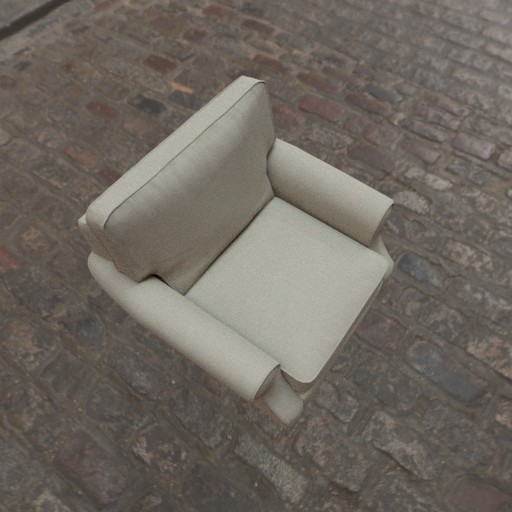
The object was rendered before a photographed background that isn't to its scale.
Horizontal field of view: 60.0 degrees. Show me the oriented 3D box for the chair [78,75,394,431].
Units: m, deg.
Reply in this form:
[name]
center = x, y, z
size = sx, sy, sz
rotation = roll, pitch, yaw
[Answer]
[chair]
center = 0.000, 0.000, 1.824
size = 0.966, 0.967, 1.029
rotation = 32, 64, 18
